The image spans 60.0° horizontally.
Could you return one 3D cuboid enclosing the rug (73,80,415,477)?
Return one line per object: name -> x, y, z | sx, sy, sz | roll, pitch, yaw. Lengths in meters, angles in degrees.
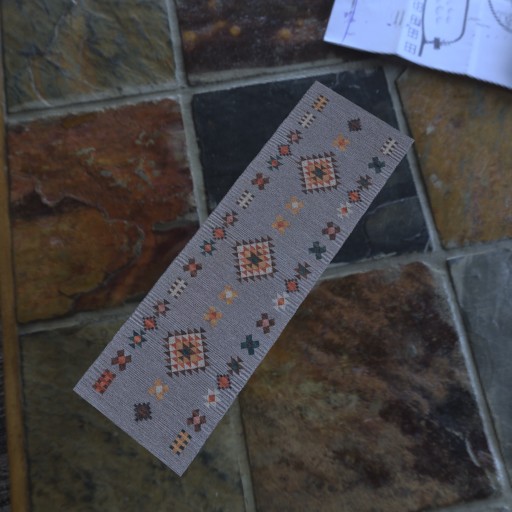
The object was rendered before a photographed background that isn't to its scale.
rug -> 0.000, 0.000, 2.653 | 0.766, 0.008, 2.432 | 35, 78, 8
